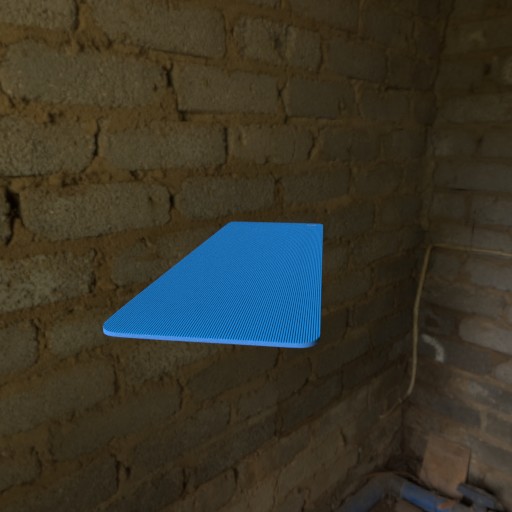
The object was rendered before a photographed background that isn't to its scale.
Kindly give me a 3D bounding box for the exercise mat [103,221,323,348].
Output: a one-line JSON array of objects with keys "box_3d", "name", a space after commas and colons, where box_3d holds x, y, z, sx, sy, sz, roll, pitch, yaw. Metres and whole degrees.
[{"box_3d": [0.000, 0.000, 2.075, 0.616, 0.021, 1.869, 2, 14, 8], "name": "exercise mat"}]
